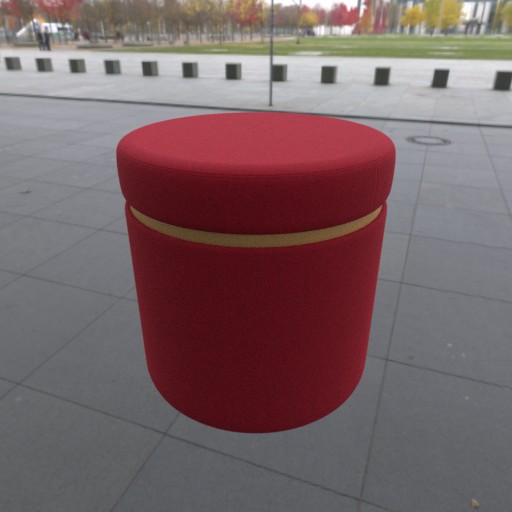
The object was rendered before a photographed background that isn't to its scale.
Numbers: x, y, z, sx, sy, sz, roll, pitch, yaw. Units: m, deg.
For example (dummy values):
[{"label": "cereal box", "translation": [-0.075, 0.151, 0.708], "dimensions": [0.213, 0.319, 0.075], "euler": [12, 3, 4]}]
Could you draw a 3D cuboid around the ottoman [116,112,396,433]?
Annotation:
[{"label": "ottoman", "translation": [0.000, 0.000, 0.738], "dimensions": [0.400, 0.406, 0.400], "euler": [0, 27, 0]}]
